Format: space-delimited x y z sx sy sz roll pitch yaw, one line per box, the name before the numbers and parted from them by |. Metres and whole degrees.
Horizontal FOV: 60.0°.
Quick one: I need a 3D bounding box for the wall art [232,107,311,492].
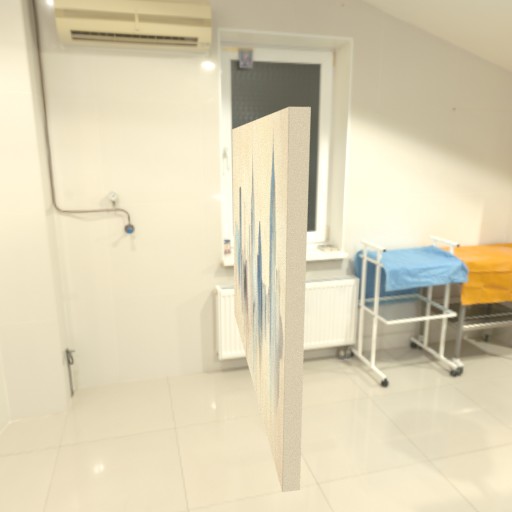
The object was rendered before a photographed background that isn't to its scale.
wall art | 0.000 0.000 1.321 0.038 0.762 1.016 -2 14 -8
